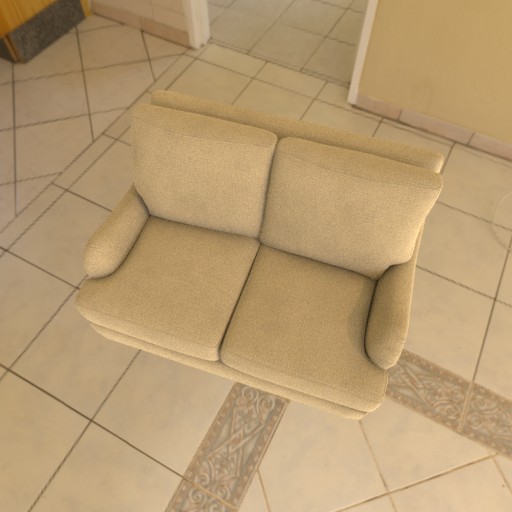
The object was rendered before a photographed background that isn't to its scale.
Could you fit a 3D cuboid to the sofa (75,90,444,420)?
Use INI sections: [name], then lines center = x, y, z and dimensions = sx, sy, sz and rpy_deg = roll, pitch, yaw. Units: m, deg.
[sofa]
center = 0.000, 0.000, 2.182
dimensions = 1.480, 0.999, 1.087
rpy_deg = 16, 60, 9
